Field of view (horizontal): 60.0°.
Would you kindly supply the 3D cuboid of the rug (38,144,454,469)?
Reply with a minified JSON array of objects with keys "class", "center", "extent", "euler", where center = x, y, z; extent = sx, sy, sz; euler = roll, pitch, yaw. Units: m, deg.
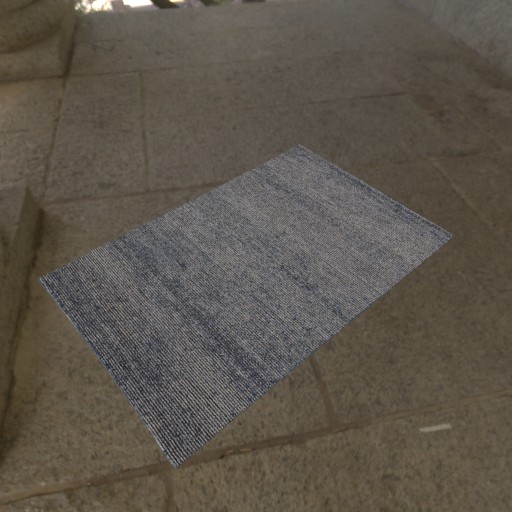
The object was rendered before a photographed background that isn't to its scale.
[{"class":"rug","center":[0.000,0.000,2.181],"extent":[1.740,0.010,1.135],"euler":[-32,54,-27]}]
